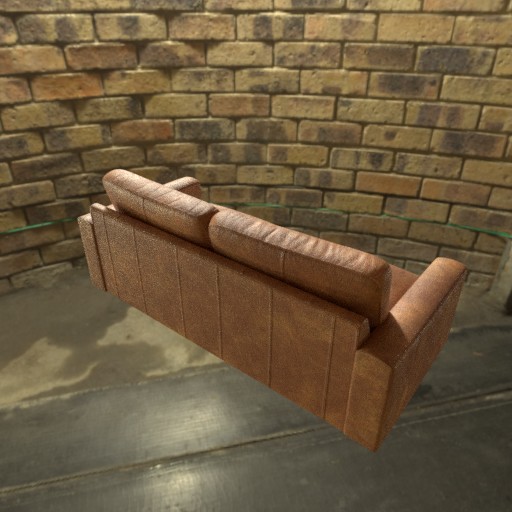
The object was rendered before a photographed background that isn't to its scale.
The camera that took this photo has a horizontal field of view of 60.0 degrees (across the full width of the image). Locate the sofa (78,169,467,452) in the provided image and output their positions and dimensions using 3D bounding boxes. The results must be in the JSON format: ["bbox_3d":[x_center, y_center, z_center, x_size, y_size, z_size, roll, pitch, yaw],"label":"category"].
[{"bbox_3d":[0.000,0.000,2.704,2.179,0.873,1.016,22,37,32],"label":"sofa"}]
